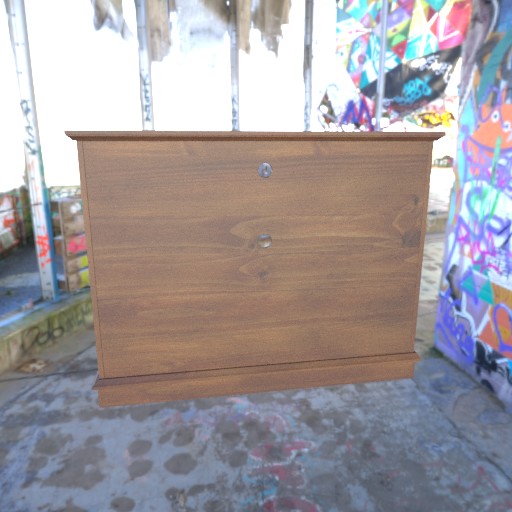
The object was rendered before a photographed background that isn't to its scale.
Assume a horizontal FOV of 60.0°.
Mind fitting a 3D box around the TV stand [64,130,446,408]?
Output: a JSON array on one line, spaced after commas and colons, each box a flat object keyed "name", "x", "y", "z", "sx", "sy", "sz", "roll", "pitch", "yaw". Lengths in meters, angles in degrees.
[{"name": "TV stand", "x": 0.000, "y": 0.000, "z": 1.514, "sx": 1.067, "sy": 0.813, "sz": 0.406, "roll": -2, "pitch": 15, "yaw": -10}]
